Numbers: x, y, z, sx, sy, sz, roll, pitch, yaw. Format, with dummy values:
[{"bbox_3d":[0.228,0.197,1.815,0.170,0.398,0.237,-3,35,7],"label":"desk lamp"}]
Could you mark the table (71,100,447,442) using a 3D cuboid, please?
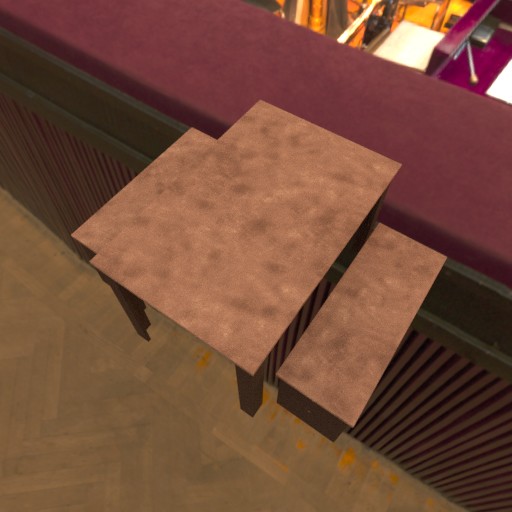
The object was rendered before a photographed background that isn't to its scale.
[{"bbox_3d":[0.000,0.000,2.045,1.443,0.700,1.100,31,63,18],"label":"table"}]
